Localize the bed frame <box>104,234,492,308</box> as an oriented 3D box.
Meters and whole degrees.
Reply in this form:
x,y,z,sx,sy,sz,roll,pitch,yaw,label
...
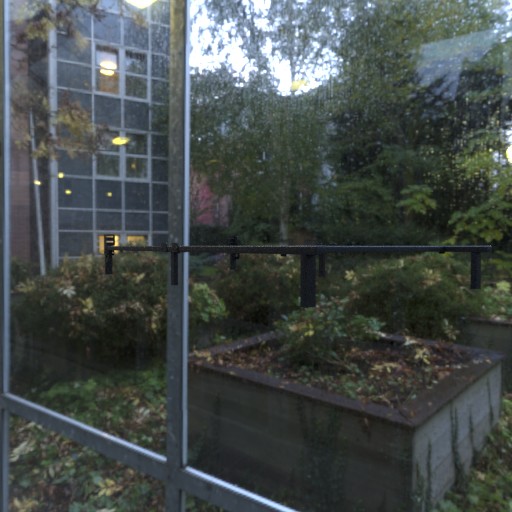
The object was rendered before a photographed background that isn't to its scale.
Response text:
x,y,z,sx,sy,sz,roll,pitch,yaw,label
0.000,0.000,2.257,0.968,0.248,1.897,-1,2,-36,bed frame
